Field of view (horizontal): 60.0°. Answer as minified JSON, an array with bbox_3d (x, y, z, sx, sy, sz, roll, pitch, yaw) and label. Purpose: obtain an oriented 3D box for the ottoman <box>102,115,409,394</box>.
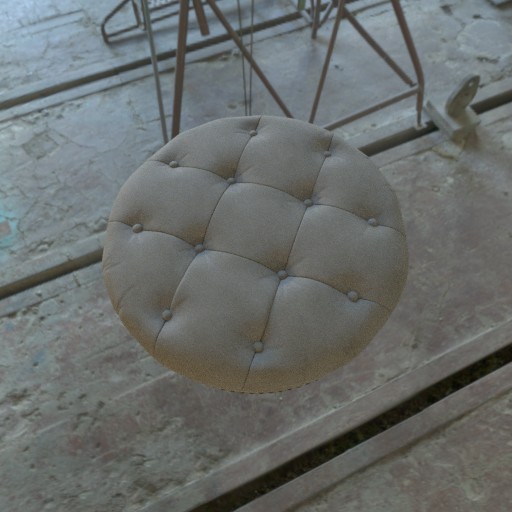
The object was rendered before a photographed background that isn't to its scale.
[{"bbox_3d":[0.000,0.000,1.422,0.901,0.439,0.901,0,62,0],"label":"ottoman"}]
